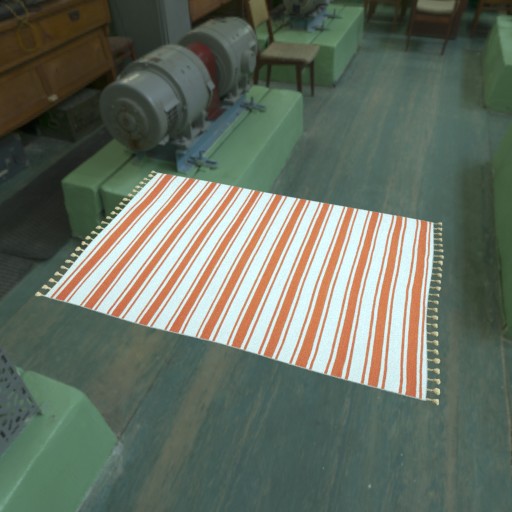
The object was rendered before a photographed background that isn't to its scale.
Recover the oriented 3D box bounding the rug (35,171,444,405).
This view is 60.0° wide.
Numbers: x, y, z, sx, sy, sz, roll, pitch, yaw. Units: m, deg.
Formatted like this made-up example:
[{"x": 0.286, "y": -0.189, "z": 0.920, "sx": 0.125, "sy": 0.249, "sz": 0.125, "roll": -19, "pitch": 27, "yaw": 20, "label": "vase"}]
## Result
[{"x": 0.000, "y": 0.000, "z": 3.026, "sx": 2.433, "sy": 0.022, "sz": 1.556, "roll": 12, "pitch": 43, "yaw": 13, "label": "rug"}]
